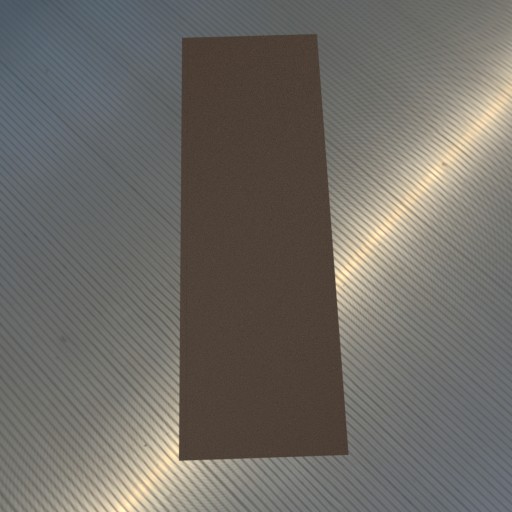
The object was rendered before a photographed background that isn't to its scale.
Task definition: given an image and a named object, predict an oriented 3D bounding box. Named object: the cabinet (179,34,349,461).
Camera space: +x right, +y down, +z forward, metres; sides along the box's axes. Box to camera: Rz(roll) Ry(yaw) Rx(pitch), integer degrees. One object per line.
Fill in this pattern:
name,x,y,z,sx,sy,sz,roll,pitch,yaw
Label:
cabinet,0.000,0.000,1.863,0.482,0.914,1.396,-2,77,0
